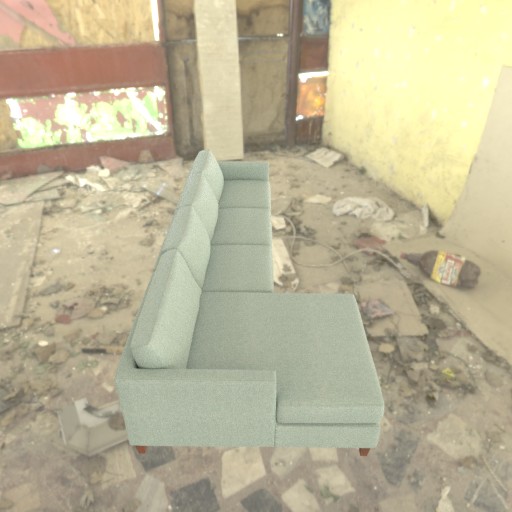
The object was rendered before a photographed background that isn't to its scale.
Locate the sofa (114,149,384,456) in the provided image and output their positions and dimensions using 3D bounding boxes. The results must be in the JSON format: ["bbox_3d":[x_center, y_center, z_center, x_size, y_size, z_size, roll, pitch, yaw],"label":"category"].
[{"bbox_3d":[0.000,0.000,4.079,1.600,0.953,3.470,0,33,1],"label":"sofa"}]
